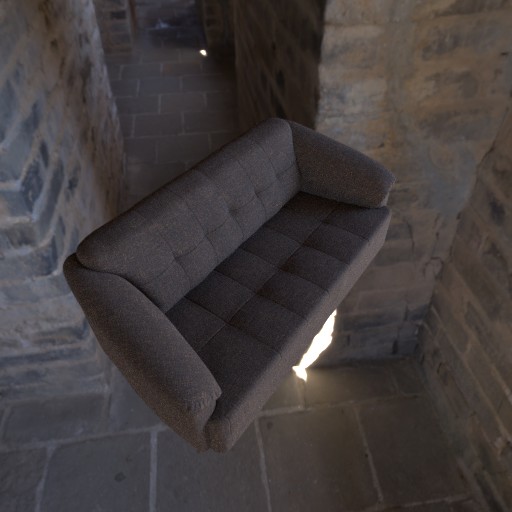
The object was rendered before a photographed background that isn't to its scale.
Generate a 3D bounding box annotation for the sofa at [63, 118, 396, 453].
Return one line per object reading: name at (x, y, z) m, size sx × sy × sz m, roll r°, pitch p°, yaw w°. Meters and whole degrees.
sofa at (0.000, 0.000, 2.317) m, size 0.887 × 0.790 × 1.849 m, roll 26°, pitch 49°, yaw 25°
